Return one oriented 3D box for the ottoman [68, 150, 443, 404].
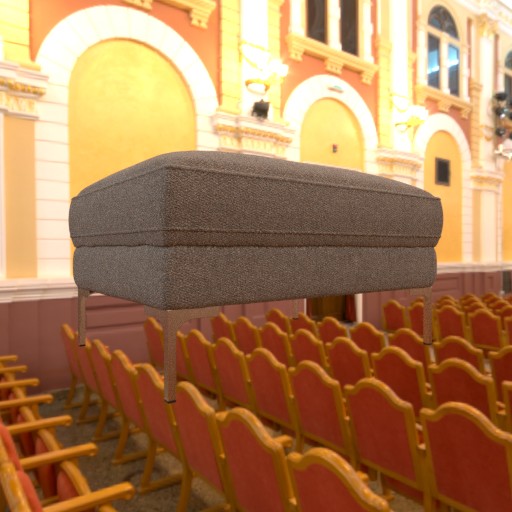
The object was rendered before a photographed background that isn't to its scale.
[{"bbox_3d":[0.000,0.000,1.149,0.785,0.464,0.583,-1,1,-36],"label":"ottoman"}]
